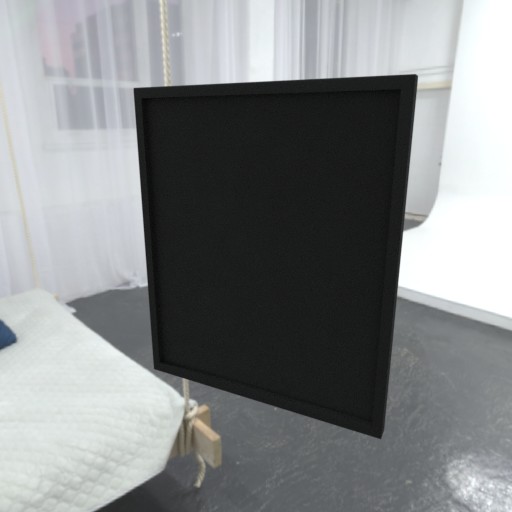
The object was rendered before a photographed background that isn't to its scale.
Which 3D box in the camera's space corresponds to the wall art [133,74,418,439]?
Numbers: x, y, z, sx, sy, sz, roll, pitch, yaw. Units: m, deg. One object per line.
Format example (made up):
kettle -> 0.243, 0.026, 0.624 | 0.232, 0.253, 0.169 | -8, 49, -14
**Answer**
wall art -> 0.000, 0.000, 0.695 | 0.432, 0.508, 0.021 | 8, 18, 26
